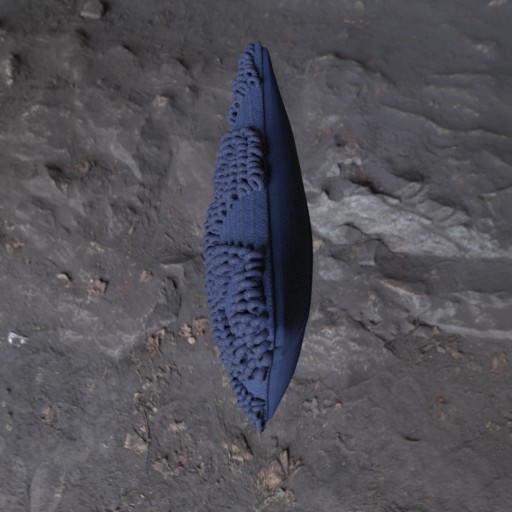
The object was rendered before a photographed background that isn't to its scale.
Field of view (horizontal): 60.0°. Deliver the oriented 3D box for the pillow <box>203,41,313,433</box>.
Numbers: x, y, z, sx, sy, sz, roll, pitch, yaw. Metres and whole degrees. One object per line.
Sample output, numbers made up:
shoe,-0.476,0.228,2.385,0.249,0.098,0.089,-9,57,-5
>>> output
pillow,0.000,0.000,0.718,0.172,0.466,0.469,-1,58,-1
